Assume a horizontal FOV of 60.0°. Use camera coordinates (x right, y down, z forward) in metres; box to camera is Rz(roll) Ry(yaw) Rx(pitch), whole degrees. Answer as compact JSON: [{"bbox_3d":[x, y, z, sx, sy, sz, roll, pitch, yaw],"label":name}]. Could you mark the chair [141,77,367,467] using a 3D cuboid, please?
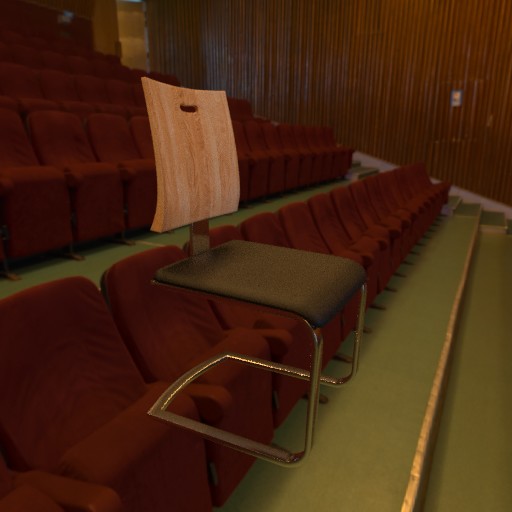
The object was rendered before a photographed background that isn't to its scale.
[{"bbox_3d":[0.000,0.000,1.264,0.560,0.936,0.462,8,17,26],"label":"chair"}]
